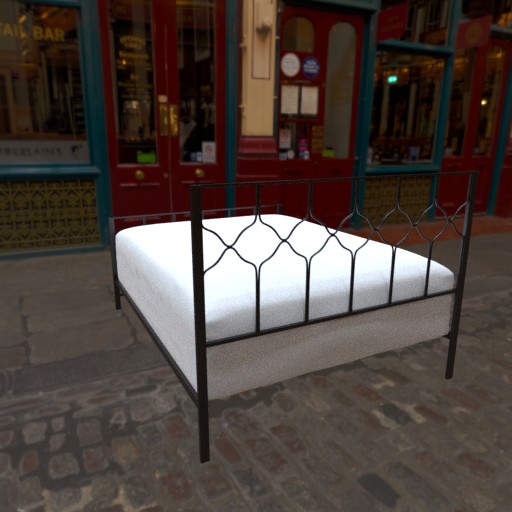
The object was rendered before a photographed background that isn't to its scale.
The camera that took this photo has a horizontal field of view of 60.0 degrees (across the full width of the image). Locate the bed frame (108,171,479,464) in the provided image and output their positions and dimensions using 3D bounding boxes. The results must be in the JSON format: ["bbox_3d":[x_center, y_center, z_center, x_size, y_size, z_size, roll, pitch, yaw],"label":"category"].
[{"bbox_3d":[0.000,0.000,3.040,1.597,1.222,2.063,-7,17,-26],"label":"bed frame"}]
